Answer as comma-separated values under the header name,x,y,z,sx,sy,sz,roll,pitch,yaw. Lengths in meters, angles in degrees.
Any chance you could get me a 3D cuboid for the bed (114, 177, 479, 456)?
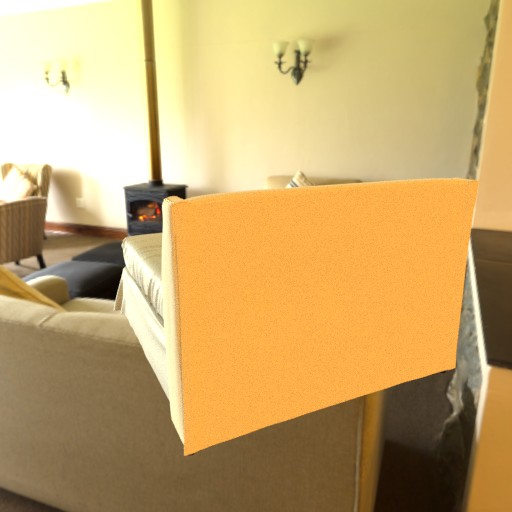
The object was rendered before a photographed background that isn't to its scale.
name,x,y,z,sx,sy,sz,roll,pitch,yaw
bed,0.000,0.000,3.407,1.925,1.332,2.276,-8,18,-25
